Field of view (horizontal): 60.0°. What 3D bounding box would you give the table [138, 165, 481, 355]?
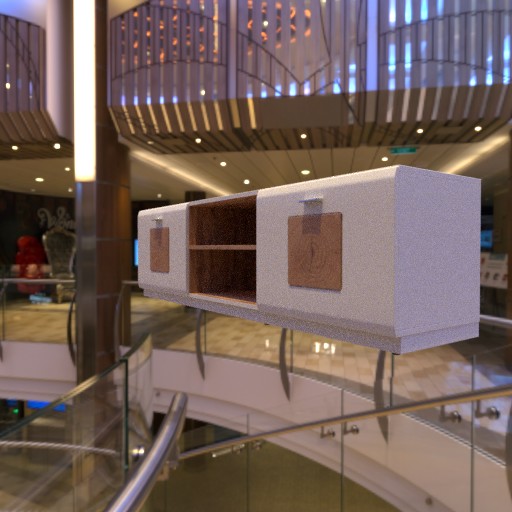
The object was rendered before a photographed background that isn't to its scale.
[{"bbox_3d":[0.000,0.000,1.730,0.400,0.440,1.550,-1,1,-36],"label":"table"}]
